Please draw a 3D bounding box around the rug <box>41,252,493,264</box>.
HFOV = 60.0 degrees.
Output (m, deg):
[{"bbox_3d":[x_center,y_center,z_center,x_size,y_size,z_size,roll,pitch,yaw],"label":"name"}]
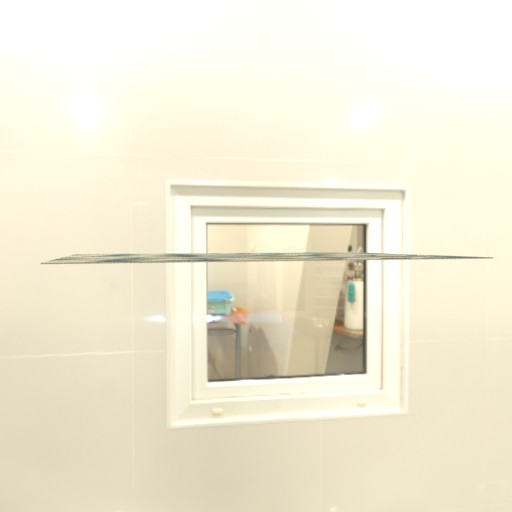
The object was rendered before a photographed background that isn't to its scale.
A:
[{"bbox_3d":[0.000,0.000,2.269,1.827,0.005,1.229,0,2,-17],"label":"rug"}]
